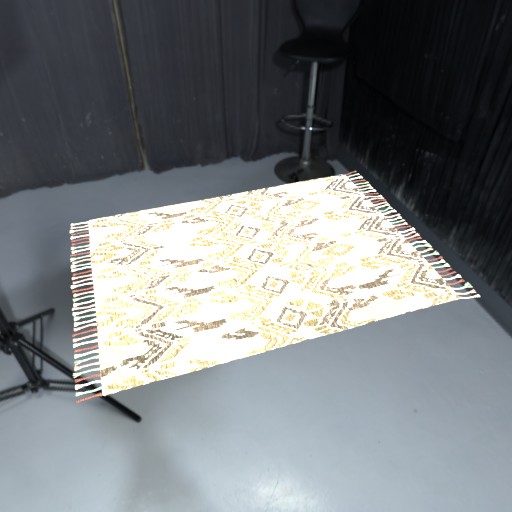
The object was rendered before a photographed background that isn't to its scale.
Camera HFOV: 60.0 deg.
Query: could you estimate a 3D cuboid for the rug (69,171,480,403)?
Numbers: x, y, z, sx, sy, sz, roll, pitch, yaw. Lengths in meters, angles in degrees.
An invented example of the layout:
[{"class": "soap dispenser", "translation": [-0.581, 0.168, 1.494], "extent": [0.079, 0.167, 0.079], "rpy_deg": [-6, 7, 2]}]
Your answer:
[{"class": "rug", "translation": [0.000, 0.000, 2.297], "extent": [1.829, 0.008, 1.219], "rpy_deg": [-12, 42, -14]}]
